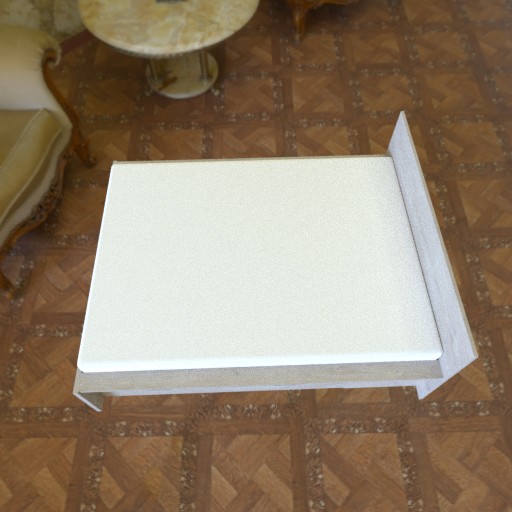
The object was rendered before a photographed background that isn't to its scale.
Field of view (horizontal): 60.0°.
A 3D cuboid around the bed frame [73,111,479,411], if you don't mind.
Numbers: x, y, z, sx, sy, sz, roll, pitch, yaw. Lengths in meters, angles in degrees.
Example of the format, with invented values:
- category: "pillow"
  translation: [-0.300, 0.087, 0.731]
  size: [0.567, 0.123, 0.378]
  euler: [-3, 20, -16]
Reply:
- category: "bed frame"
  translation: [0.000, 0.000, 2.751]
  size: [1.960, 0.800, 1.622]
  euler: [-2, 59, -1]
